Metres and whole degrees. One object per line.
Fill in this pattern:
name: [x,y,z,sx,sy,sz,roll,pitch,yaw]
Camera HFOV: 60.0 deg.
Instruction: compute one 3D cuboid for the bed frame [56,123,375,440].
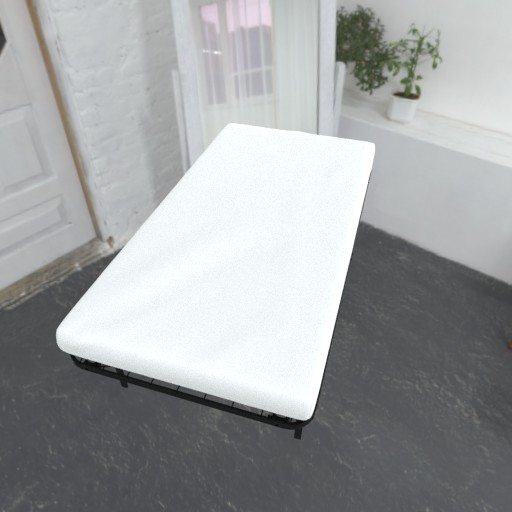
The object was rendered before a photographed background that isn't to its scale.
bed frame: [0.000,0.000,2.361,0.989,0.619,1.903,12,42,13]
